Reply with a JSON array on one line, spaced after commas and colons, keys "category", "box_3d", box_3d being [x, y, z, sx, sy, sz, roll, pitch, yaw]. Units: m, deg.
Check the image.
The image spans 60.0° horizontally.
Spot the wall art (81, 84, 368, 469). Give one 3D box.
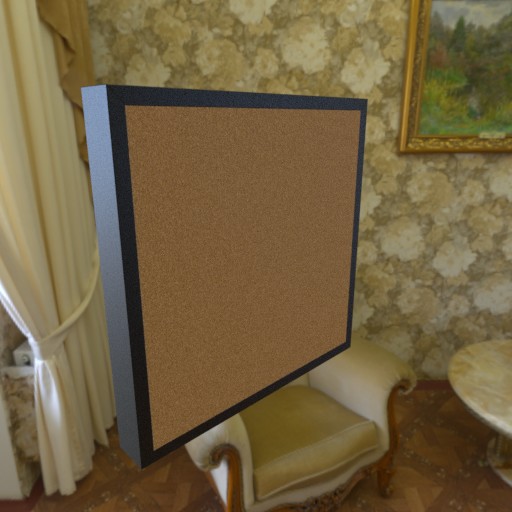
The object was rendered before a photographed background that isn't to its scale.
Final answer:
[{"category": "wall art", "box_3d": [0.000, 0.000, 0.442, 0.304, 0.304, 0.038, -16, 23, -42]}]
